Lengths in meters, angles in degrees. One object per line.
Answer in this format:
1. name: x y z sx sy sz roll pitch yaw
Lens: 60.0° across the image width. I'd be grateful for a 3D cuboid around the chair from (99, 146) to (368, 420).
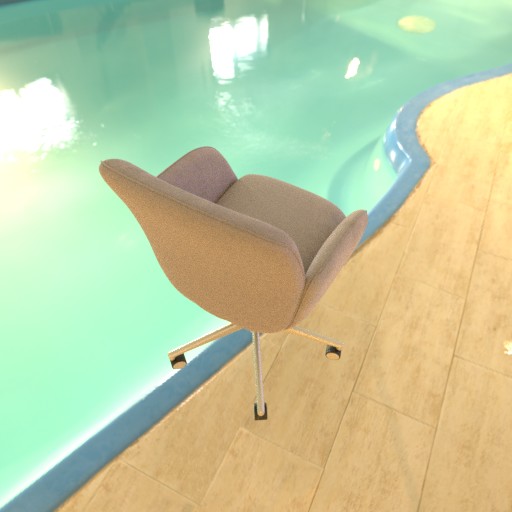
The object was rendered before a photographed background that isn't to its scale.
1. chair: 0.000 0.000 1.383 0.648 0.959 0.654 25 54 20
